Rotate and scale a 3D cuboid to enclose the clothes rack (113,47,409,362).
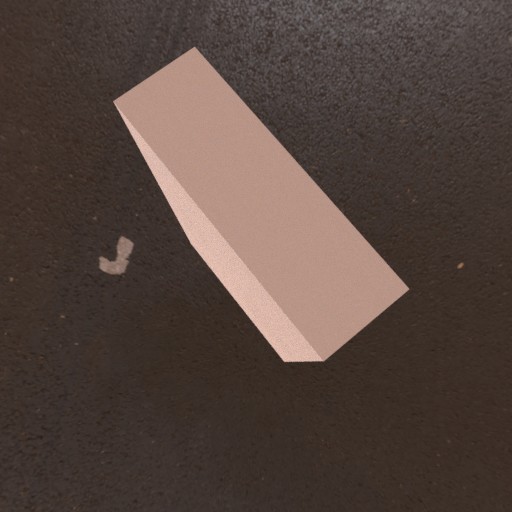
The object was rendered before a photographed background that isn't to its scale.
[{"bbox_3d":[0.000,0.000,1.600,0.250,1.280,0.750,-38,79,-8],"label":"clothes rack"}]
